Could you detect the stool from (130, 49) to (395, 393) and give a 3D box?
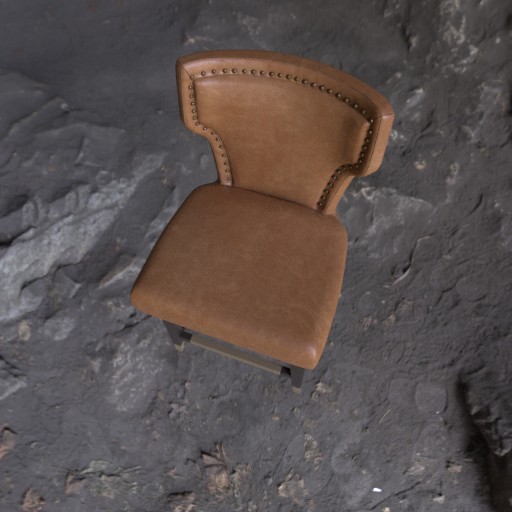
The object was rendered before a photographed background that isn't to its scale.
[{"bbox_3d":[0.000,0.000,1.311,0.526,0.982,0.563,17,61,10],"label":"stool"}]
